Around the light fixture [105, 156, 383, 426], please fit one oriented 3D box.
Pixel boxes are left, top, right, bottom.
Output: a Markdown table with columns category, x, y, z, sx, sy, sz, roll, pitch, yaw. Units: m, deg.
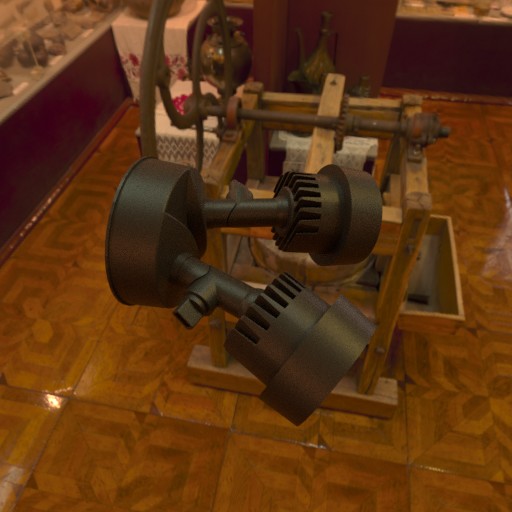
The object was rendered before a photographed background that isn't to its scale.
| category | x | y | z | sx | sy | sz | roll | pitch | yaw |
| --- | --- | --- | --- | --- | --- | --- | --- | --- | --- |
| light fixture | 0.000 | 0.000 | 0.313 | 0.168 | 0.120 | 0.213 | 10 | 47 | 9 |
